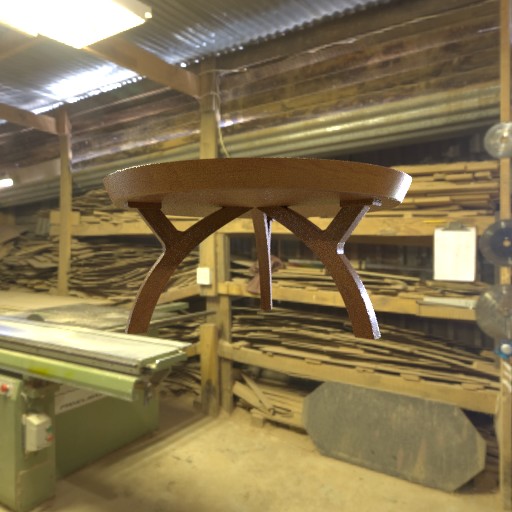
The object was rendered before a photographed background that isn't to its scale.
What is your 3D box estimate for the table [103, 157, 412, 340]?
[{"bbox_3d":[0.000,0.000,1.532,1.016,0.470,1.016,0,1,0],"label":"table"}]
